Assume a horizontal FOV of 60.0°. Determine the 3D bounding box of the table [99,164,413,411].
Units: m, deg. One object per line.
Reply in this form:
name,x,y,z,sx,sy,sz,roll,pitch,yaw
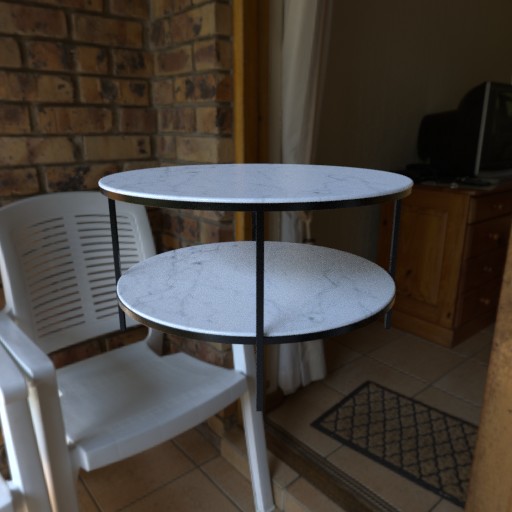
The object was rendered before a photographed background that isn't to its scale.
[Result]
table,0.000,0.000,1.252,0.800,0.450,0.800,0,16,0
